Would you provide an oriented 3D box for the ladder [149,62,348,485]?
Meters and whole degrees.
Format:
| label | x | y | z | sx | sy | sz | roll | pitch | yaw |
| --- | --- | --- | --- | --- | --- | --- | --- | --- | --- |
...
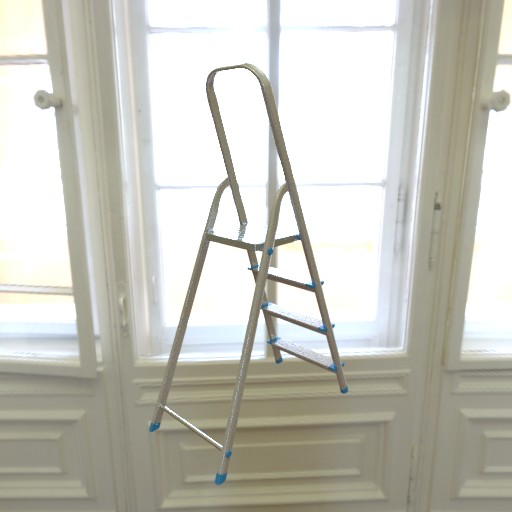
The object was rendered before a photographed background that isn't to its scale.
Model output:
| label | x | y | z | sx | sy | sz | roll | pitch | yaw |
| --- | --- | --- | --- | --- | --- | --- | --- | --- | --- |
| ladder | 0.000 | 0.000 | 1.818 | 0.445 | 1.434 | 0.842 | 14 | 20 | 42 |
